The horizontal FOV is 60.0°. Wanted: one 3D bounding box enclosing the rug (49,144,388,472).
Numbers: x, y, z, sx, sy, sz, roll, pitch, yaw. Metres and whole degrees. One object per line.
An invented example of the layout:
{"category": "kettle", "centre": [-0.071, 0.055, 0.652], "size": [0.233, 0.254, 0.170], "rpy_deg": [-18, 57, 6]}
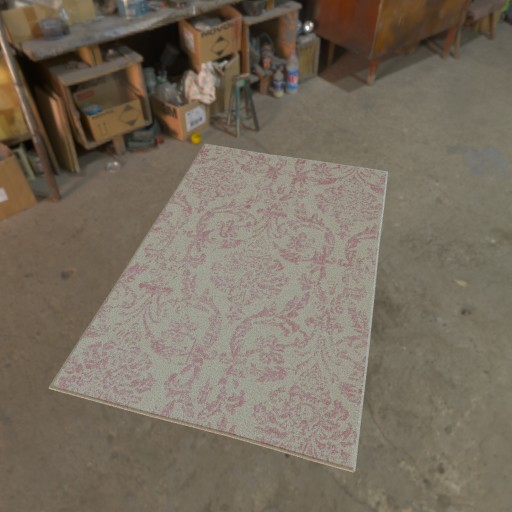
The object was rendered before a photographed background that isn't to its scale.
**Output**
{"category": "rug", "centre": [0.000, 0.000, 2.271], "size": [1.219, 0.012, 1.839], "rpy_deg": [11, 47, 10]}
